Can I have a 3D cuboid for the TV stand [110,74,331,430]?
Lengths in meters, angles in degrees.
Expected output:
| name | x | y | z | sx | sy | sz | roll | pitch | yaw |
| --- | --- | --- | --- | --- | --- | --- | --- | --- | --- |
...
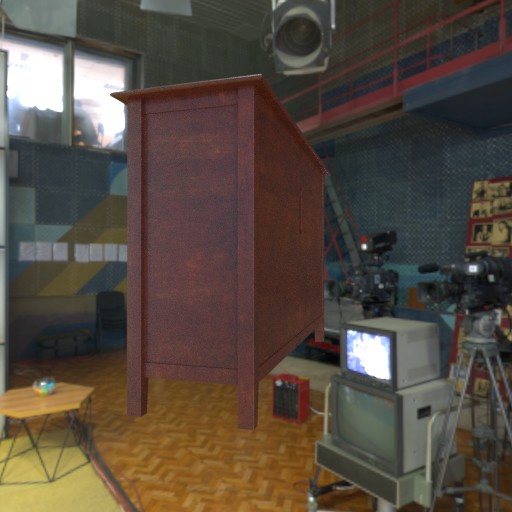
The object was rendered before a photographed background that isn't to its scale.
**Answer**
| name | x | y | z | sx | sy | sz | roll | pitch | yaw |
| --- | --- | --- | --- | --- | --- | --- | --- | --- | --- |
| TV stand | 0.000 | 0.000 | 1.832 | 0.445 | 0.915 | 1.372 | 0 | 0 | 17 |
